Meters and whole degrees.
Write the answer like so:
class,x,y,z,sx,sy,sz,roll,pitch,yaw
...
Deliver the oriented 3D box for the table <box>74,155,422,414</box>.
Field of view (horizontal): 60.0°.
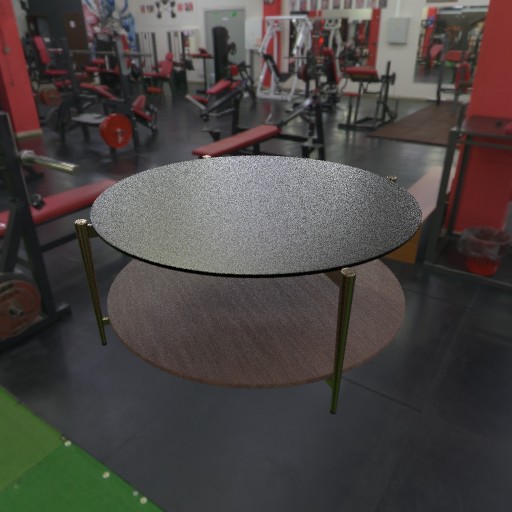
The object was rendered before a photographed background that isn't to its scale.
class,x,y,z,sx,sy,sz,roll,pitch,yaw
table,0.000,0.000,1.411,0.938,0.400,0.938,19,33,33
